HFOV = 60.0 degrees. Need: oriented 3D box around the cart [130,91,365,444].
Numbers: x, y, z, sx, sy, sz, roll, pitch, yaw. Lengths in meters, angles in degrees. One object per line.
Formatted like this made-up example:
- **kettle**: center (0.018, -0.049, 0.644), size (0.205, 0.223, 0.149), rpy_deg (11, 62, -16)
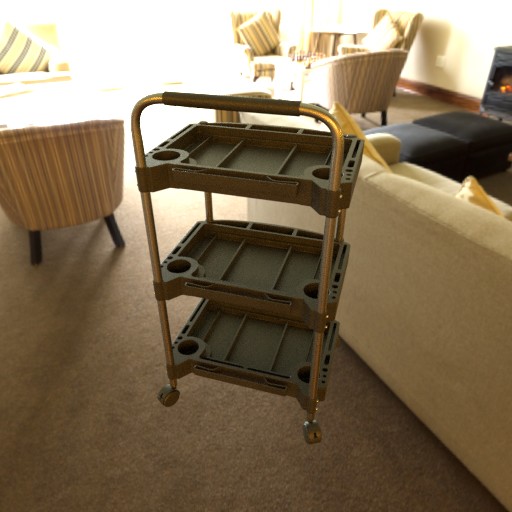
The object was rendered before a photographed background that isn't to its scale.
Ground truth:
- **cart**: center (0.000, 0.000, 1.414), size (0.584, 1.075, 0.518), rpy_deg (9, 34, 14)
